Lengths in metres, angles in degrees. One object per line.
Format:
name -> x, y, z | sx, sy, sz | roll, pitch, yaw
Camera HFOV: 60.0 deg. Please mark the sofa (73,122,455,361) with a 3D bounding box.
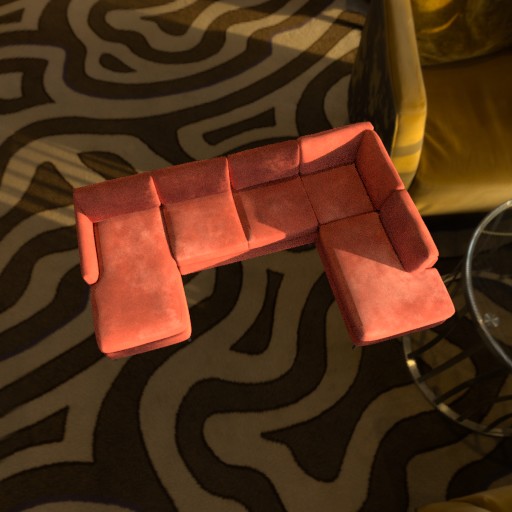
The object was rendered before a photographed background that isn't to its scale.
sofa -> 0.000, 0.000, 3.972 | 2.971, 0.858, 1.981 | -14, 65, -7
